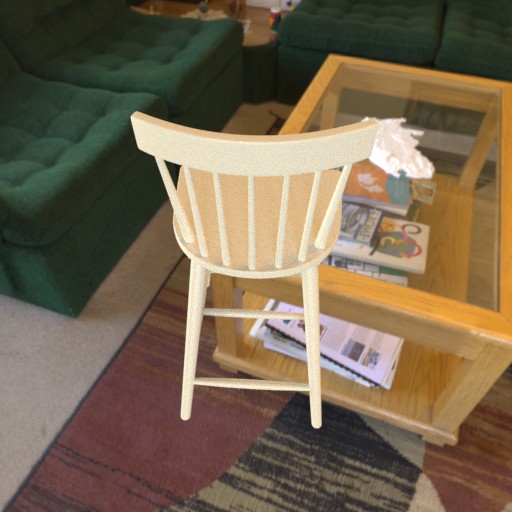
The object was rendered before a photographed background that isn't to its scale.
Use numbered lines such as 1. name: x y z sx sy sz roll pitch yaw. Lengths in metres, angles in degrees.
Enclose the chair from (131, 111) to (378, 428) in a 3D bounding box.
1. chair: 0.000 0.000 1.250 0.483 0.952 0.572 3 47 2
